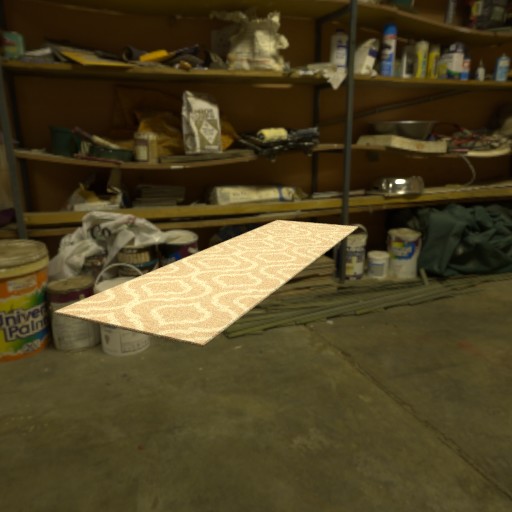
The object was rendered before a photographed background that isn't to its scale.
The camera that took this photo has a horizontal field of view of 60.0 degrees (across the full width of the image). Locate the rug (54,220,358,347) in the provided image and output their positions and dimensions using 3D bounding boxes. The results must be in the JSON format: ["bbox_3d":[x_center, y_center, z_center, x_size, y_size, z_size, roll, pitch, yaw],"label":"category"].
[{"bbox_3d":[0.000,0.000,2.612,0.691,0.013,2.289,7,16,24],"label":"rug"}]
